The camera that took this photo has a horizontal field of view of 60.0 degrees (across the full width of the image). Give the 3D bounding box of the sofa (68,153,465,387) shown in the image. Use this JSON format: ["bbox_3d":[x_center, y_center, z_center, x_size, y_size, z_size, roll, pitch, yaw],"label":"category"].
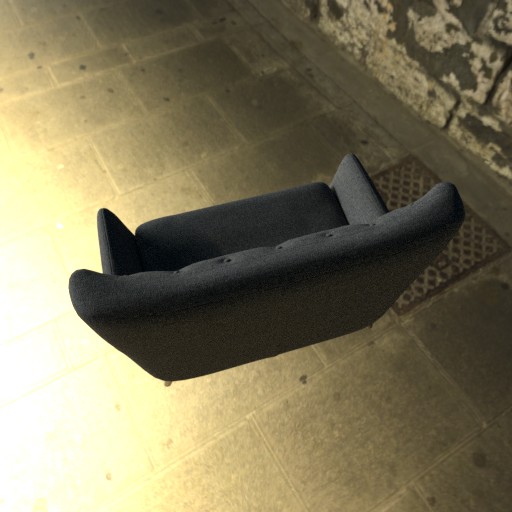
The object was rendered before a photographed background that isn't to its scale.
[{"bbox_3d":[0.000,0.000,1.995,1.358,1.028,0.874,-14,59,-9],"label":"sofa"}]
